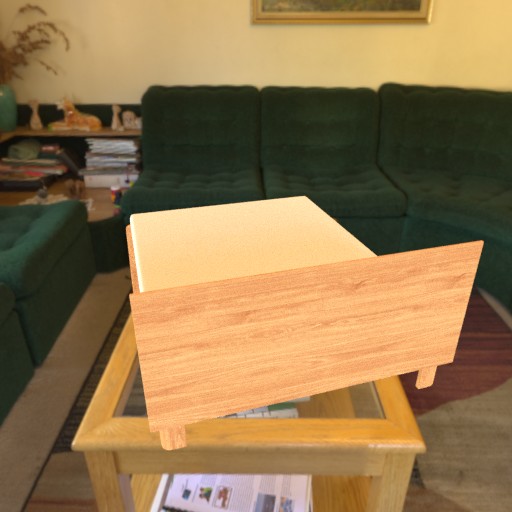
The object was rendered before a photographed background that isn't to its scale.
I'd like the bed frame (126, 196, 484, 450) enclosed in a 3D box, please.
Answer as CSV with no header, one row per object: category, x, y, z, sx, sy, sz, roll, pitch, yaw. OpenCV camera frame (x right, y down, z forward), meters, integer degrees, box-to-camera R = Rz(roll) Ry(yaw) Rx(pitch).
bed frame,0.000,0.000,3.024,1.660,0.940,2.092,-8,28,-15
